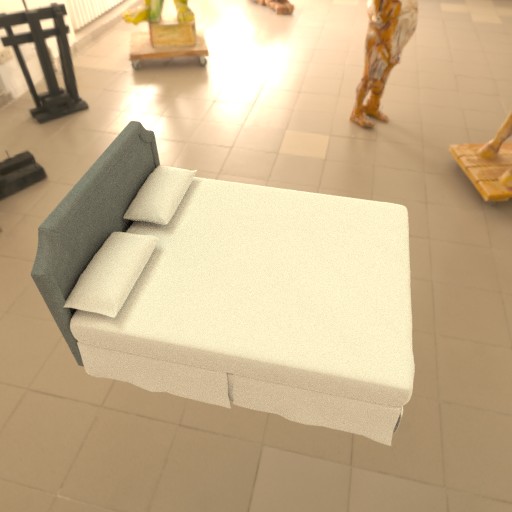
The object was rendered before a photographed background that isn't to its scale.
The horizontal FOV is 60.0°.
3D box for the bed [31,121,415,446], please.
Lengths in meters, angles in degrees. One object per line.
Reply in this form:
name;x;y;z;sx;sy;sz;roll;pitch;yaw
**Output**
bed;0.000;0.000;3.479;2.464;1.306;1.977;9;46;9
